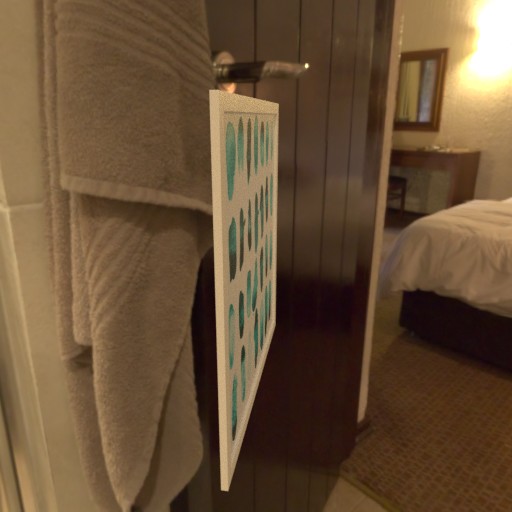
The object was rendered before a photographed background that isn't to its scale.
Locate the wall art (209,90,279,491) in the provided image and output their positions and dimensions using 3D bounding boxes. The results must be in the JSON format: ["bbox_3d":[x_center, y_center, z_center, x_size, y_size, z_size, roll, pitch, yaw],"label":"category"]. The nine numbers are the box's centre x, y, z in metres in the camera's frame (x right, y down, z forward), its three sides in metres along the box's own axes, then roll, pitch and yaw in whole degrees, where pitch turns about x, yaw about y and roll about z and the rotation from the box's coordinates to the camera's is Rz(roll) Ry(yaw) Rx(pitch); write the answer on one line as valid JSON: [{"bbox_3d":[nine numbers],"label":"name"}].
[{"bbox_3d":[0.000,0.000,0.685,0.009,0.457,0.456,3,18,9],"label":"wall art"}]
